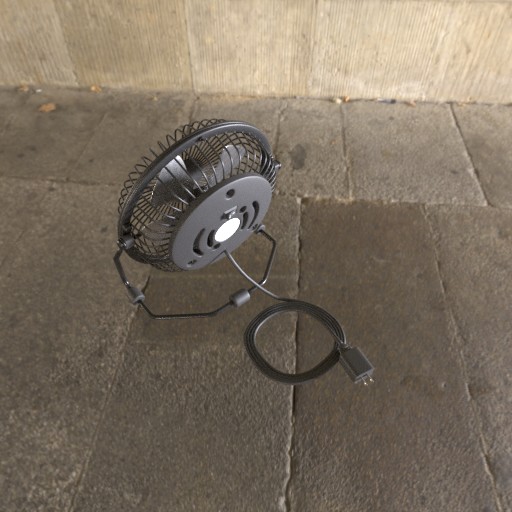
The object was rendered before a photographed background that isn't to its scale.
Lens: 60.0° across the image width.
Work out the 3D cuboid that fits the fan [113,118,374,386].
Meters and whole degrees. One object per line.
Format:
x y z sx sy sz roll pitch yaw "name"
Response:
0.000 0.000 0.311 0.153 0.152 0.202 -31 55 -26 "fan"
